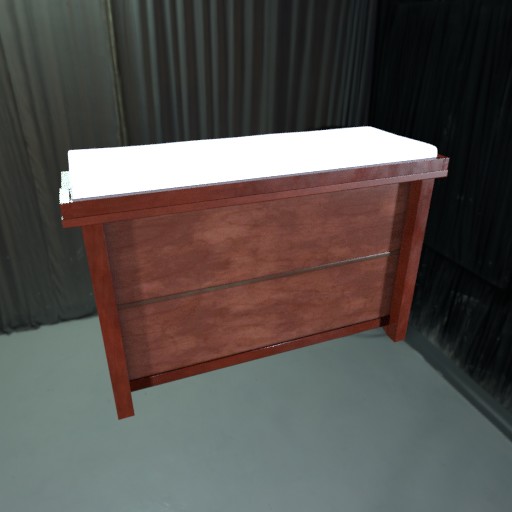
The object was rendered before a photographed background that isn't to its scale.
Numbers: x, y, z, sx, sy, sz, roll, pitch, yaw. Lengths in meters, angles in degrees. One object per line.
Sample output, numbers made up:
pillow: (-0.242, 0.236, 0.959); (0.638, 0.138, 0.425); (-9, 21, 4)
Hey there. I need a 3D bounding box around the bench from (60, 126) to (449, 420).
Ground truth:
bench: (0.000, 0.000, 1.323); (0.987, 0.646, 0.369); (-10, 28, -19)
